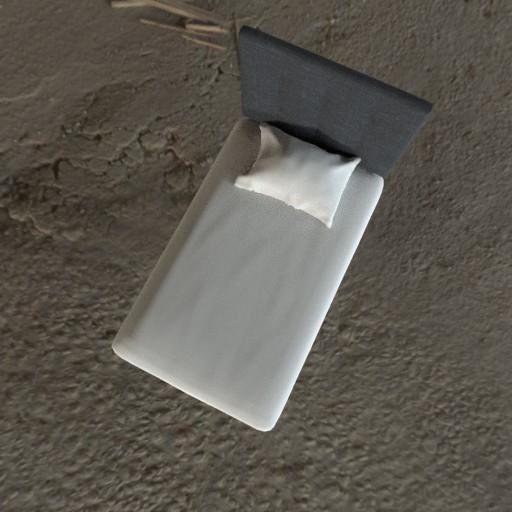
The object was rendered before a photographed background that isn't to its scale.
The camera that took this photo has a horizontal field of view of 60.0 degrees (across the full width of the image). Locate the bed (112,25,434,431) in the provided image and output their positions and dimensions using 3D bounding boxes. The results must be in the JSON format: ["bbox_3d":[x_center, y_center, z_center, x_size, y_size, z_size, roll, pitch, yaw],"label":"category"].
[{"bbox_3d":[0.000,0.000,2.928,1.261,1.571,1.997,26,77,6],"label":"bed"}]
